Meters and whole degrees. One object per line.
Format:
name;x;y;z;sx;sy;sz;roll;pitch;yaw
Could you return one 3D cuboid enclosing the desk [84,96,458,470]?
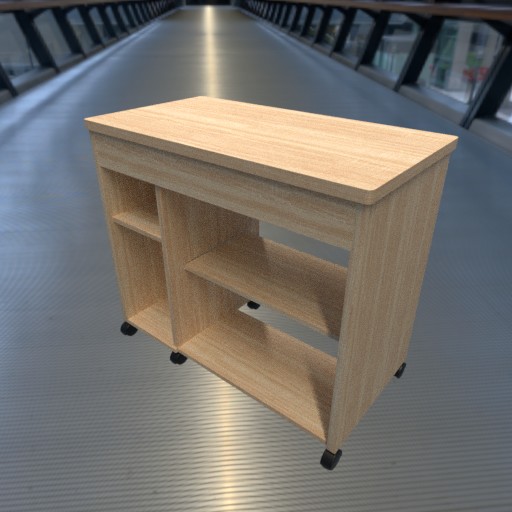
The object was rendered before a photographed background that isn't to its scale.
desk;0.000;0.000;1.345;0.884;0.770;0.480;22;36;33
